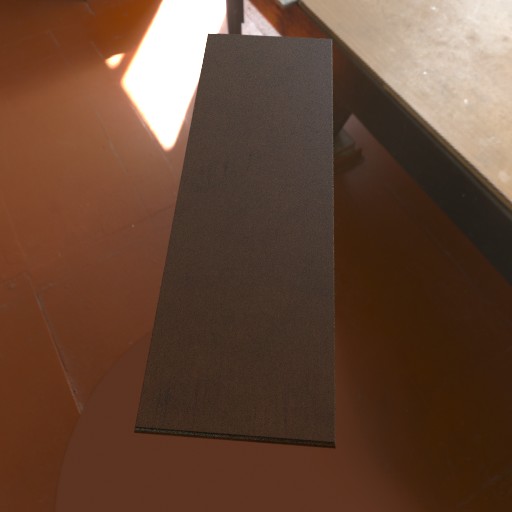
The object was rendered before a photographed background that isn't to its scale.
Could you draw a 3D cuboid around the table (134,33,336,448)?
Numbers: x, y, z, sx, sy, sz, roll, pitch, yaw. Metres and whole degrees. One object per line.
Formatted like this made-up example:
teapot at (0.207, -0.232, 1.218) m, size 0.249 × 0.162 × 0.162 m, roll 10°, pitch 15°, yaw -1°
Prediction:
table at (0.000, 0.000, 1.476) m, size 0.399 × 0.763 × 1.197 m, roll 4°, pitch 63°, yaw 2°
